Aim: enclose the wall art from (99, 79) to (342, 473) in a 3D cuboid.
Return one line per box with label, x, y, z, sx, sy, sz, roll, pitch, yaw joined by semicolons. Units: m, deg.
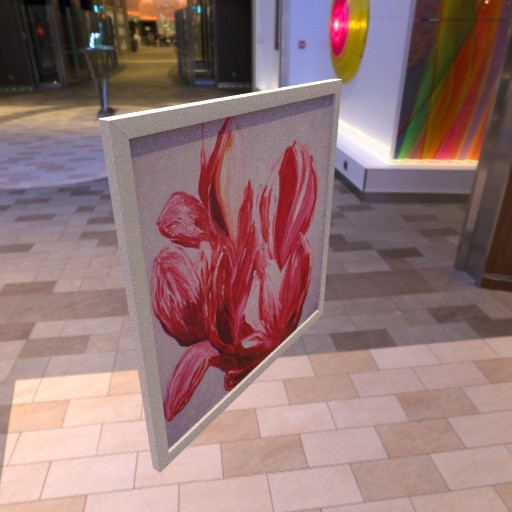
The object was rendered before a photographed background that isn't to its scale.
wall art;0.000;0.000;0.952;0.020;0.661;0.664;18;32;31
